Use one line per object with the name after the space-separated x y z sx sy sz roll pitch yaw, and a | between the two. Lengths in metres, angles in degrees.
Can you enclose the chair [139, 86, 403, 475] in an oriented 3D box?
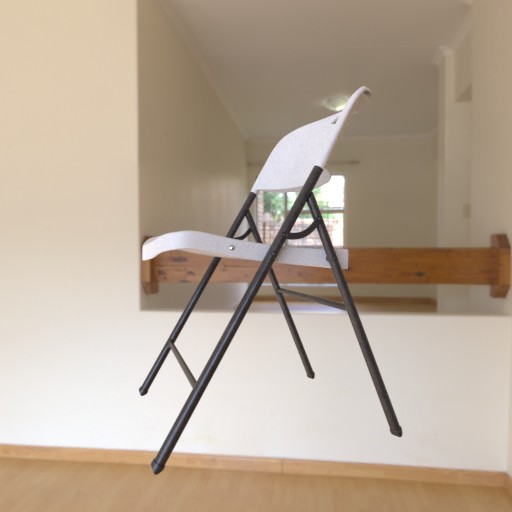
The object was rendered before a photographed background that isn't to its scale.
0.000 0.000 1.140 0.566 0.810 0.494 0 1 -18 | chair
